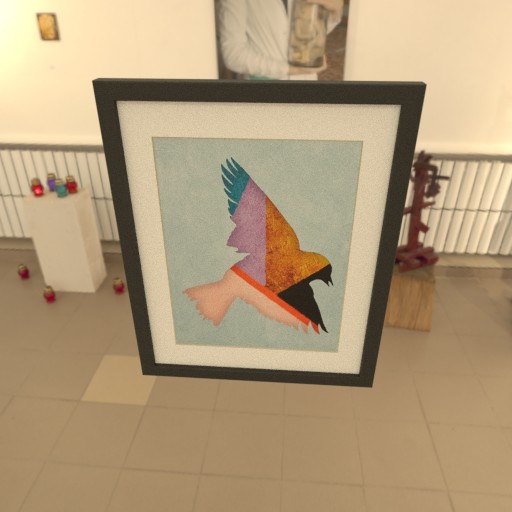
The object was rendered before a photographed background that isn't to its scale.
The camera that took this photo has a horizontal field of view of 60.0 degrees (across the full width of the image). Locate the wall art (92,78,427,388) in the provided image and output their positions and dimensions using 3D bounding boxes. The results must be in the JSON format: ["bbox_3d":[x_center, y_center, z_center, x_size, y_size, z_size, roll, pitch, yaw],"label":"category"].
[{"bbox_3d":[0.000,0.000,0.751,0.457,0.558,0.028,2,30,4],"label":"wall art"}]
